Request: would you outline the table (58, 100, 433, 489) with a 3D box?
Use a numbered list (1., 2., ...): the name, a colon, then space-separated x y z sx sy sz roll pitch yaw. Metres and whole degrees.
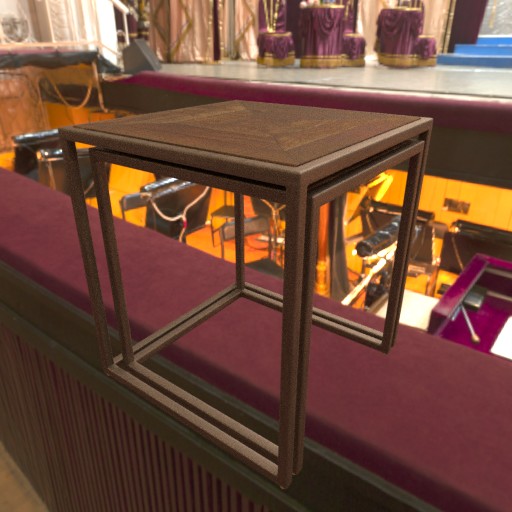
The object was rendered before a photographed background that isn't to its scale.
1. table: 0.000 0.000 0.849 0.449 0.500 0.450 18 31 32
